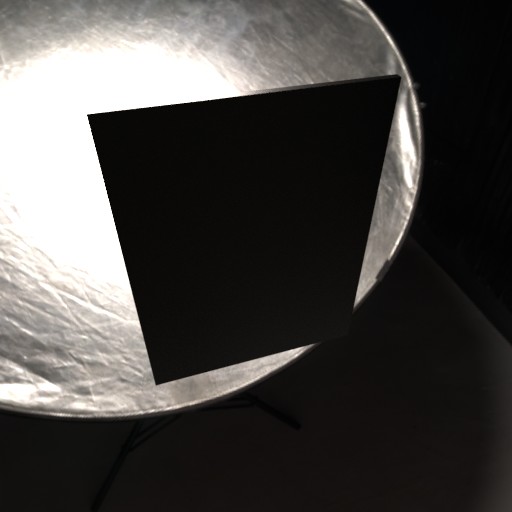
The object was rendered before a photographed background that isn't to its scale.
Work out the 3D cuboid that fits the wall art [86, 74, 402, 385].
[{"bbox_3d":[0.000,0.000,0.789,0.442,0.582,0.013,-12,42,-13],"label":"wall art"}]
